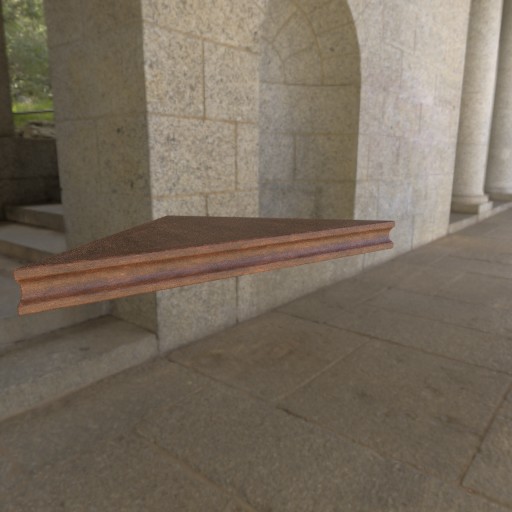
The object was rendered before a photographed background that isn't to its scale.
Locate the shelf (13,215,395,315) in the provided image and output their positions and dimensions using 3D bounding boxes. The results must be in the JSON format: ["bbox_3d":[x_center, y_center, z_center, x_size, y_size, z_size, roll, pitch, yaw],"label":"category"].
[{"bbox_3d":[0.000,0.000,0.433,0.296,0.035,0.296,2,13,10],"label":"shelf"}]
